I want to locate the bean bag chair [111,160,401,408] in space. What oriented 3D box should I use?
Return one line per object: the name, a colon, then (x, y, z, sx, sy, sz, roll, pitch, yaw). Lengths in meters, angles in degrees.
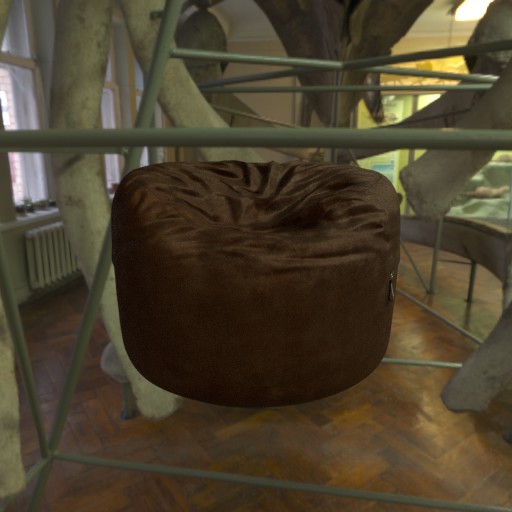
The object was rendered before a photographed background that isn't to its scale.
bean bag chair: (0.000, 0.000, 1.490, 0.918, 0.616, 0.918, 0, 15, 0)
